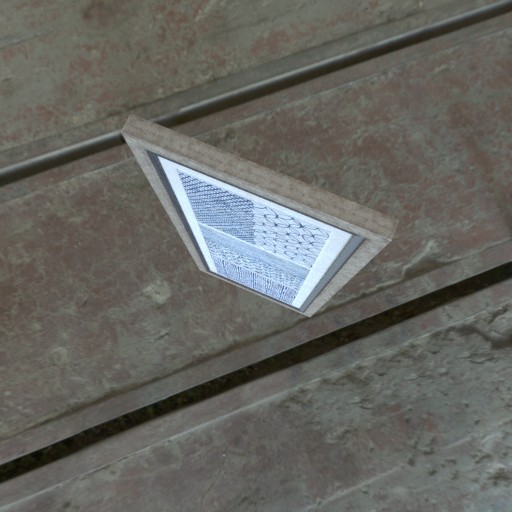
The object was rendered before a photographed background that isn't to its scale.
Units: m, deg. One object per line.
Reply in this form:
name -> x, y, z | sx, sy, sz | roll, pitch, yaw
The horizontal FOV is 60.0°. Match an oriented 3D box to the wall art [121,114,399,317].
wall art -> 0.000, 0.000, 1.685 | 0.648, 1.461, 0.051 | 23, 77, 6
